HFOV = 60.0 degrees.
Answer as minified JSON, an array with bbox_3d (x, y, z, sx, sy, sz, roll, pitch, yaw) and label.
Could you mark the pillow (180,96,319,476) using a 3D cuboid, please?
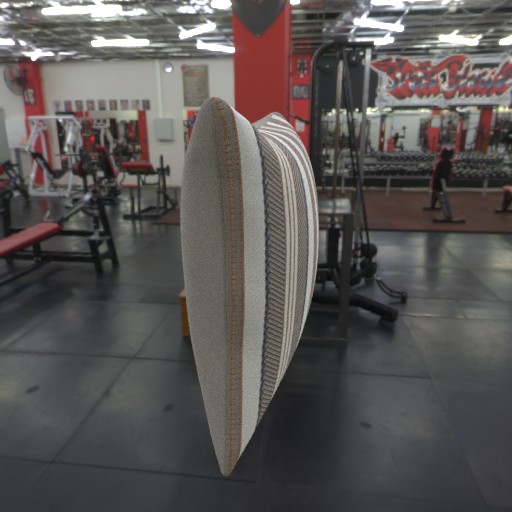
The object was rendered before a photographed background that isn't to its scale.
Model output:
[{"bbox_3d":[0.000,0.000,0.626,0.173,0.401,0.416,3,17,10],"label":"pillow"}]
